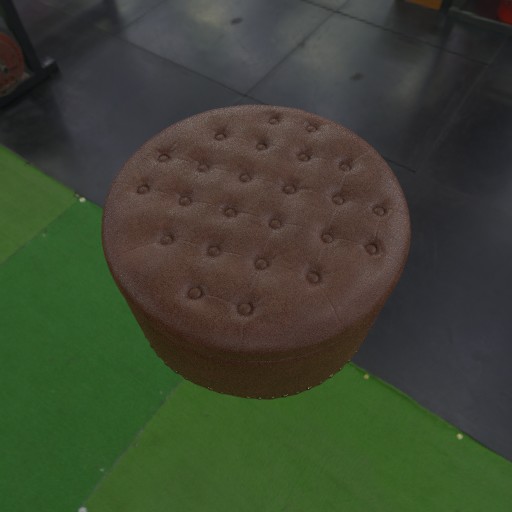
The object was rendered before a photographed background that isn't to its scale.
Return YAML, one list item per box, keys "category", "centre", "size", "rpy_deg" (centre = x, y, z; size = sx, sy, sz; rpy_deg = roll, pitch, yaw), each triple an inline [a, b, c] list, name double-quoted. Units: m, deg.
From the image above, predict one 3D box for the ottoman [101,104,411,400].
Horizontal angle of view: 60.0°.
- category: "ottoman"
  centre: [0.000, 0.000, 1.082]
  size: [0.637, 0.442, 0.637]
  rpy_deg: [0, 57, 0]
